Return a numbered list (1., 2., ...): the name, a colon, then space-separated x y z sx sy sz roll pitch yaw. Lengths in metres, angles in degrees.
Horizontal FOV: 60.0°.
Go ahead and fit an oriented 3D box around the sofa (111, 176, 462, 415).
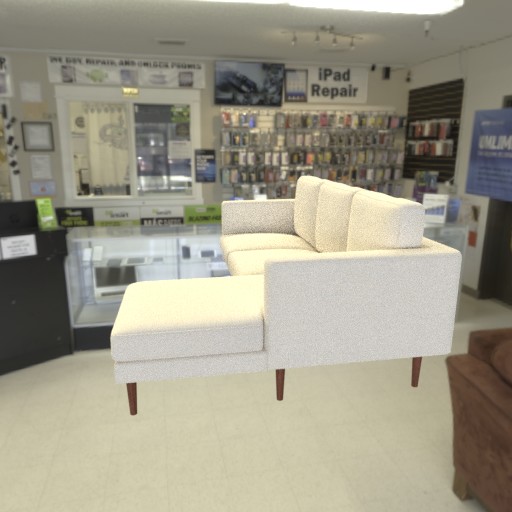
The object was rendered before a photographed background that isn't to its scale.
1. sofa: 0.000 0.000 2.892 1.580 0.899 2.029 -2 15 -10
